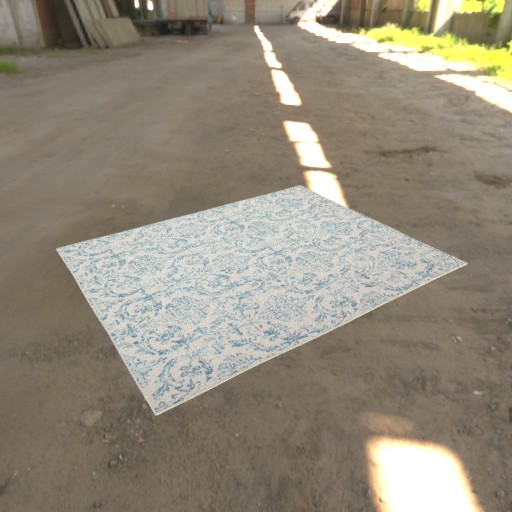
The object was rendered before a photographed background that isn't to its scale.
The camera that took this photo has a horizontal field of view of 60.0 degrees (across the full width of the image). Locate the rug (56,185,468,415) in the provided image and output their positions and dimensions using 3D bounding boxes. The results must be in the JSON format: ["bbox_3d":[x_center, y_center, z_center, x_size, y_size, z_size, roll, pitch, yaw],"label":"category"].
[{"bbox_3d":[0.000,0.000,4.084,2.980,0.012,2.363,-19,35,-29],"label":"rug"}]
